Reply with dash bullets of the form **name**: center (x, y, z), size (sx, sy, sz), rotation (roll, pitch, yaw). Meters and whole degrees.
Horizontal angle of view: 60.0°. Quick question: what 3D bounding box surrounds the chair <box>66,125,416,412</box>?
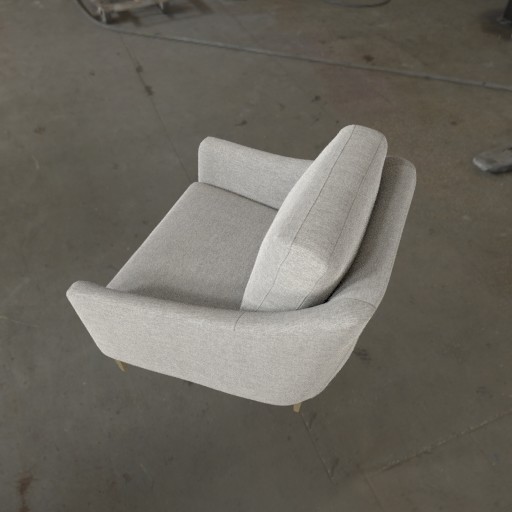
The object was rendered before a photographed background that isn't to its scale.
- **chair**: center (0.000, 0.000, 1.693), size (0.961, 0.902, 0.986), rotation (17, 50, 15)
